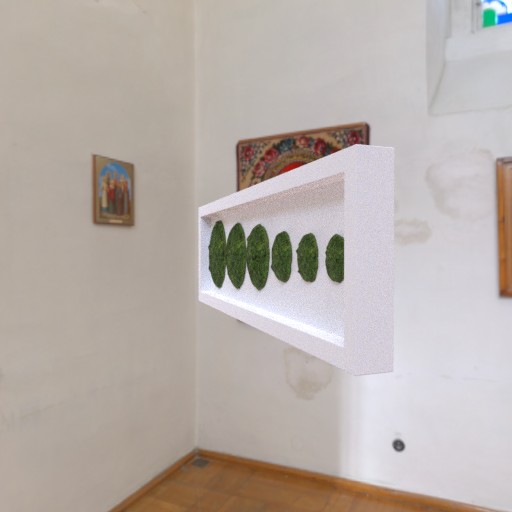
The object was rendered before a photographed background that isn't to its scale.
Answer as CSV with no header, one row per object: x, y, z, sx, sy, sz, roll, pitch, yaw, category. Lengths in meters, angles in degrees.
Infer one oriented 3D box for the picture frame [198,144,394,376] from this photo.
0.000,0.000,0.842,0.050,0.250,0.759,0,1,-20,picture frame
